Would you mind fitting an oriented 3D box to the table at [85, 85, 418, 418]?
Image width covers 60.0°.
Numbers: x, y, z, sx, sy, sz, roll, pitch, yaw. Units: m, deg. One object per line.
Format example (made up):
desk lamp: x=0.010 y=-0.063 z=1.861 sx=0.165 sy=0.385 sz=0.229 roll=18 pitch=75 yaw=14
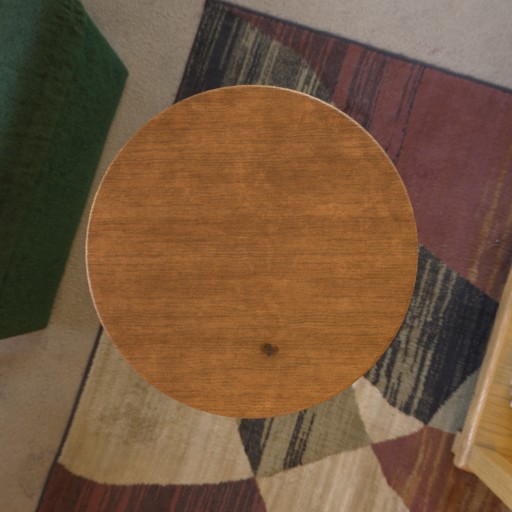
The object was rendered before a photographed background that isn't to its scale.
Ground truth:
table: x=0.000 y=0.000 z=0.795 sx=0.432 sy=0.460 sz=0.432 roll=0 pitch=88 yaw=2
